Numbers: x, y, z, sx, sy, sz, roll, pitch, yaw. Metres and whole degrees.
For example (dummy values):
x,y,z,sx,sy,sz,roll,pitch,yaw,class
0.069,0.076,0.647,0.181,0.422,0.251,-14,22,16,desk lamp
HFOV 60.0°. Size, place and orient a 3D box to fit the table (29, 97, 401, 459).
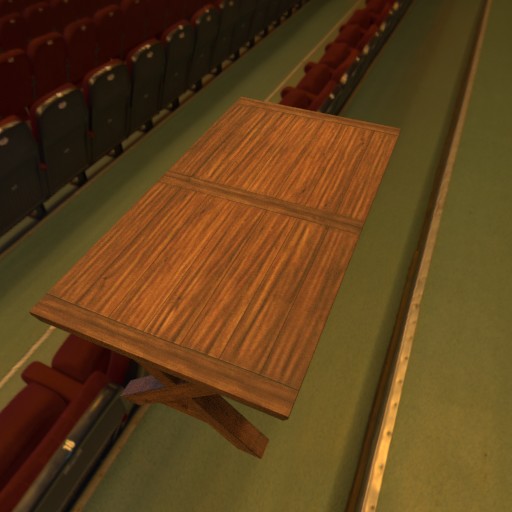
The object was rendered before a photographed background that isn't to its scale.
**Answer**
x,y,z,sx,sy,sz,roll,pitch,yaw,class
0.000,0.000,2.484,1.071,0.793,1.966,17,48,16,table
